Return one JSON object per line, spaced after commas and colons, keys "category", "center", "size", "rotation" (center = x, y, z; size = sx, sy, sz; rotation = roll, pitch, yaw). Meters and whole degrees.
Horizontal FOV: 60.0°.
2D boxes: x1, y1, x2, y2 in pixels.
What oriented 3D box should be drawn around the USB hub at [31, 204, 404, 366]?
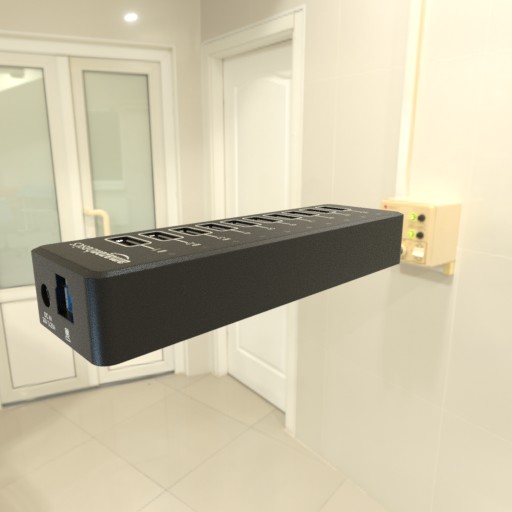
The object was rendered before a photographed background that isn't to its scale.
{"category": "USB hub", "center": [0.000, 0.000, 0.166], "size": [0.145, 0.023, 0.044], "rotation": [-13, 19, -42]}
